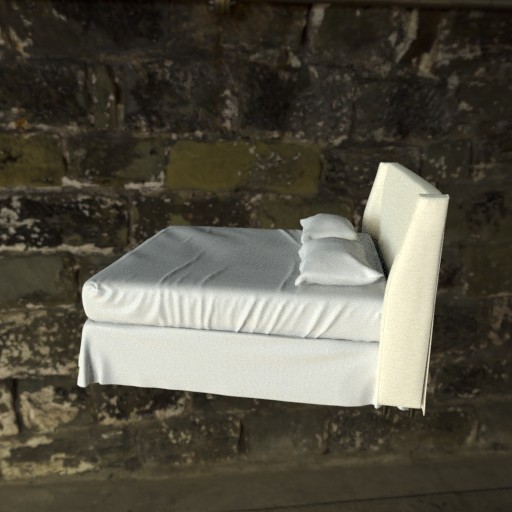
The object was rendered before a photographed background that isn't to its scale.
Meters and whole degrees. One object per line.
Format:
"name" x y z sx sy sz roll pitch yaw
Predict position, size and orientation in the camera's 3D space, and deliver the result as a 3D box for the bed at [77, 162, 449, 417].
"bed" 0.000 0.000 3.439 2.276 1.332 1.925 3 17 9
